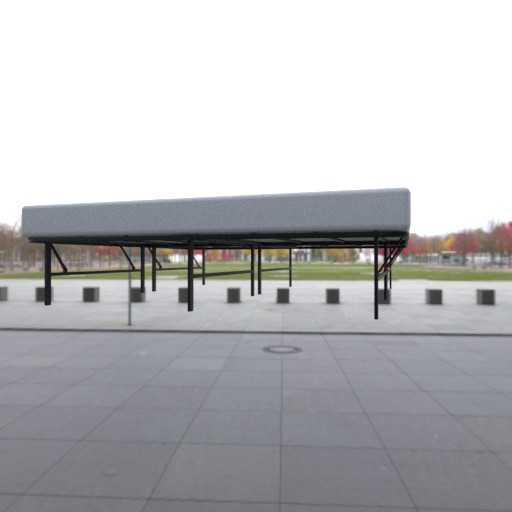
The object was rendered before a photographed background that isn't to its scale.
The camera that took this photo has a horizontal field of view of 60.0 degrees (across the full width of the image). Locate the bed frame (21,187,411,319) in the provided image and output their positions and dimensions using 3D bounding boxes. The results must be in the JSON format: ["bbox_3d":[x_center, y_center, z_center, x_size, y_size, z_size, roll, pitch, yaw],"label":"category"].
[{"bbox_3d":[0.000,0.000,2.970,1.935,0.525,2.033,0,0,19],"label":"bed frame"}]
